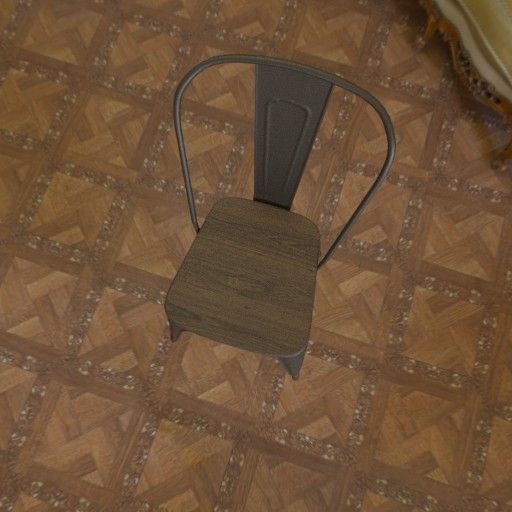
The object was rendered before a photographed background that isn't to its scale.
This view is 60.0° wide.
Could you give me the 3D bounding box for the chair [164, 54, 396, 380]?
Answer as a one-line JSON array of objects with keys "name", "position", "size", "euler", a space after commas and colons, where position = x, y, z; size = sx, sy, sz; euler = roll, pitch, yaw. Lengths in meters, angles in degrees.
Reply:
[{"name": "chair", "position": [0.000, 0.000, 1.145], "size": [0.451, 0.844, 0.532], "euler": [16, 76, 4]}]
